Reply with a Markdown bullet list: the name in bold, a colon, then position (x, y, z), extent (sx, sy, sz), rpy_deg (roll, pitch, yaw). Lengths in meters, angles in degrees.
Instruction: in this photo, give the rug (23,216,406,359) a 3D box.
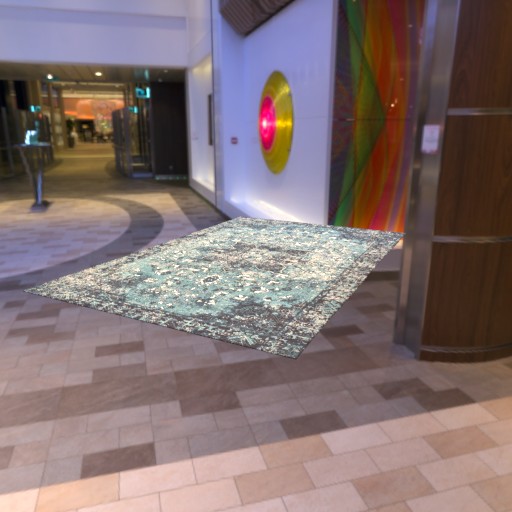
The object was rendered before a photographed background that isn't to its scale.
- **rug**: position (0.000, 0.000, 2.338), extent (1.219, 0.005, 1.828), rpy_deg (8, 18, 26)
